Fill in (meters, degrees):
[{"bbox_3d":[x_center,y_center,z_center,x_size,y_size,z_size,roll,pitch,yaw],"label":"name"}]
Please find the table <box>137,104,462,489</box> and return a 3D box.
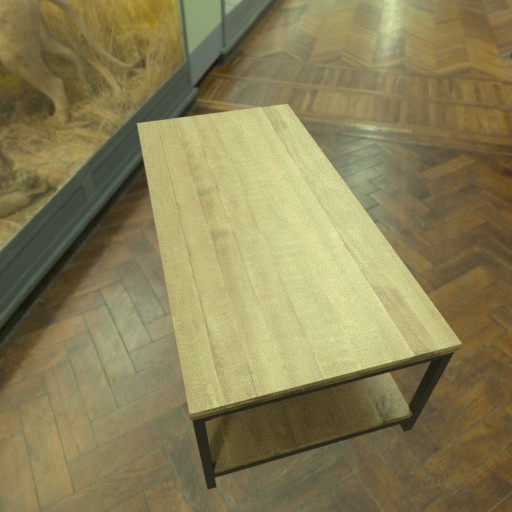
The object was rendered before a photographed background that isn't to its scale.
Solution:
[{"bbox_3d":[0.000,0.000,1.352,0.551,0.399,1.100,-11,45,-11],"label":"table"}]
